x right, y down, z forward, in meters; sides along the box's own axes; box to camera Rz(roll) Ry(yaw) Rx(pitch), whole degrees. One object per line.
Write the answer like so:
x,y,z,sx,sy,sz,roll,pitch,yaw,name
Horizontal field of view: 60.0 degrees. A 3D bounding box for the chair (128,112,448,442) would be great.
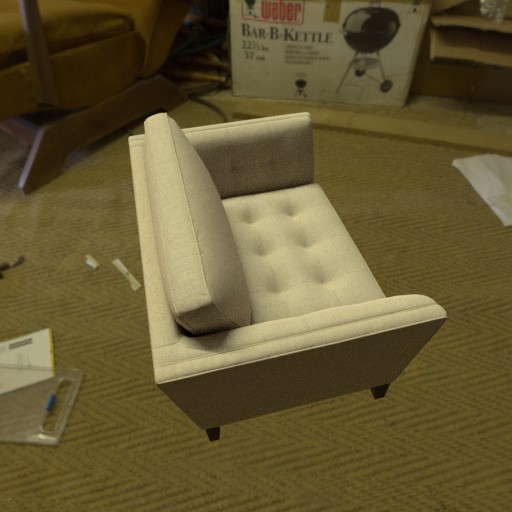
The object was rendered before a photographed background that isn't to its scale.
0.000,0.000,2.045,0.965,0.940,1.397,-11,47,-10,chair
